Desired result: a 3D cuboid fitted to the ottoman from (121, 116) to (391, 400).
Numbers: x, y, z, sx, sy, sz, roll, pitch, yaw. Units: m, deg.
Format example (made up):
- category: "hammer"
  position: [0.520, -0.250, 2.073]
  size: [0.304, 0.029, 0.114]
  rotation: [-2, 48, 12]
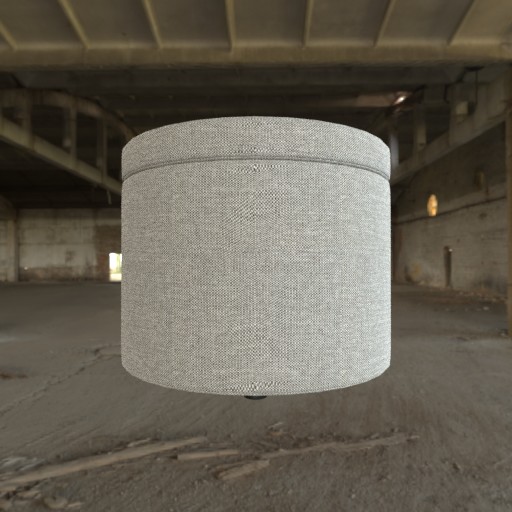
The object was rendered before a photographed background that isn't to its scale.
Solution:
- category: "ottoman"
  position: [0.000, 0.000, 0.857]
  size: [0.500, 0.419, 0.500]
  rotation: [0, 0, 0]
